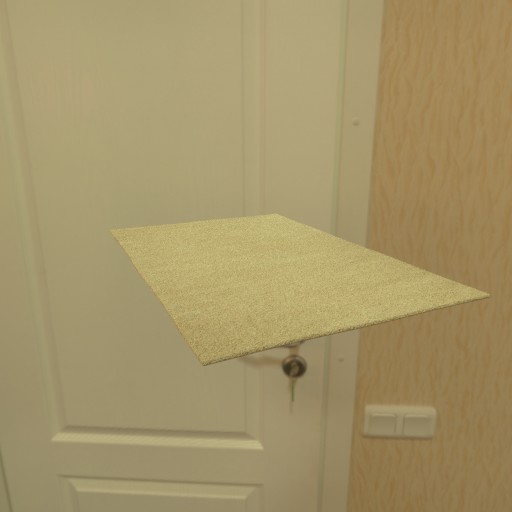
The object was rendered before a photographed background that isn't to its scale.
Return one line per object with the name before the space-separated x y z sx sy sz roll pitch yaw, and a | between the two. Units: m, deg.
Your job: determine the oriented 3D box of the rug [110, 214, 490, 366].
rug | 0.000 0.000 3.430 1.800 0.025 2.699 -8 18 -24
